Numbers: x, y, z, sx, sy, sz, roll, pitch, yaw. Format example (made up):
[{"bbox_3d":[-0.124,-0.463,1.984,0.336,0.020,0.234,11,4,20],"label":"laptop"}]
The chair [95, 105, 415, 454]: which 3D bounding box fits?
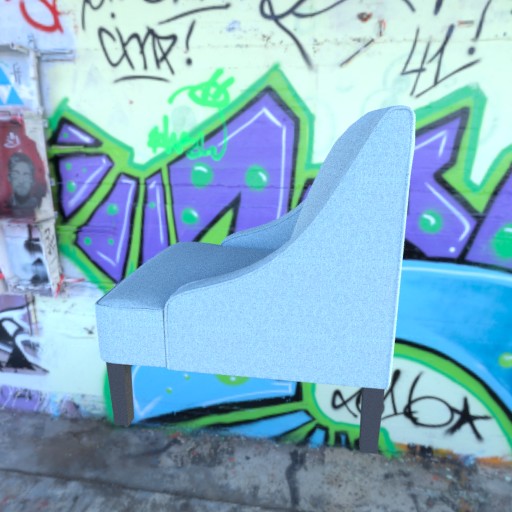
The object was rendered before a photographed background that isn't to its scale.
[{"bbox_3d":[0.000,0.000,1.815,1.025,1.133,0.857,3,17,9],"label":"chair"}]
